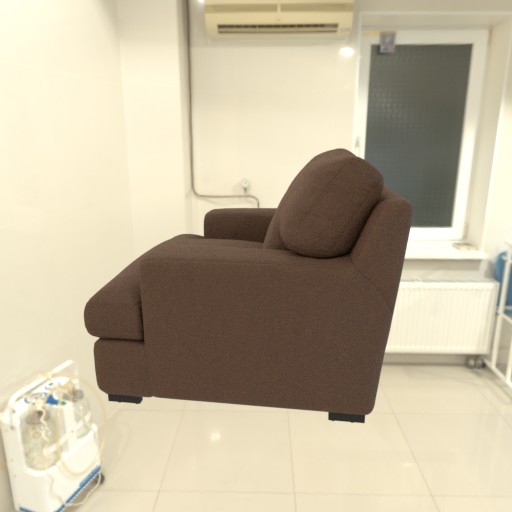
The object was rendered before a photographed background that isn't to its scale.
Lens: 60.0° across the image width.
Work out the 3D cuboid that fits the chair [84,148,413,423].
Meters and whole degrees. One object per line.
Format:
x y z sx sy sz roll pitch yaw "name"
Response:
0.000 0.000 2.035 1.143 0.940 1.168 2 15 8 "chair"
